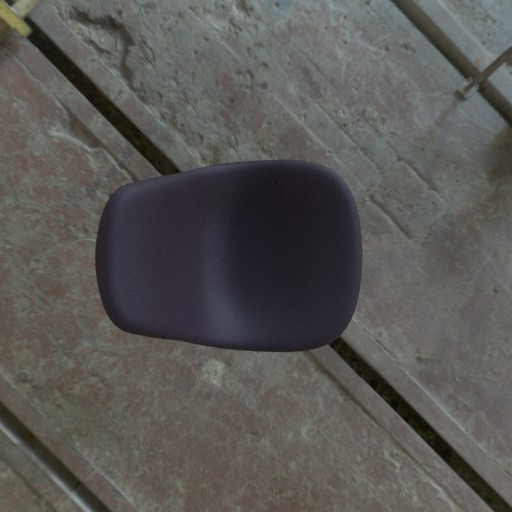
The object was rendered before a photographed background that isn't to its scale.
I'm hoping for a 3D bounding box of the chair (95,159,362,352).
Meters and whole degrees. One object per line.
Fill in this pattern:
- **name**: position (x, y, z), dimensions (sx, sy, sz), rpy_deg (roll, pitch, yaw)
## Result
- **chair**: position (0.000, 0.000, 1.123), dimensions (0.533, 0.826, 0.470), rpy_deg (0, 91, -2)
